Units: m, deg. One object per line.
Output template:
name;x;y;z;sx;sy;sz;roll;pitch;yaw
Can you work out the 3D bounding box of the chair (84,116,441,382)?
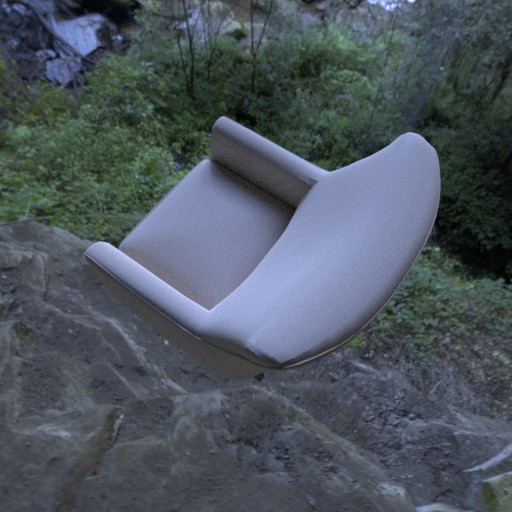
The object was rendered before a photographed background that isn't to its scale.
chair;0.000;0.000;1.528;0.879;0.916;0.756;33;68;15
